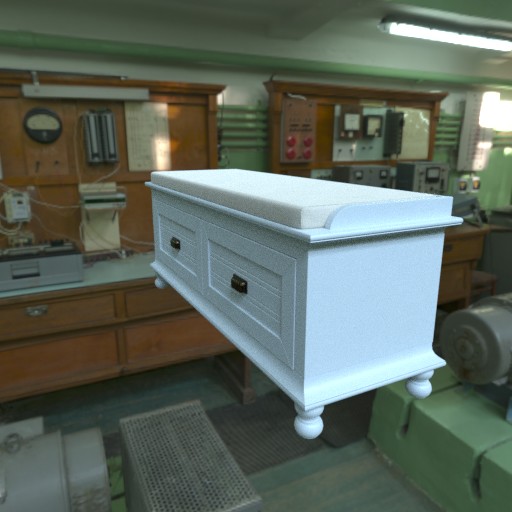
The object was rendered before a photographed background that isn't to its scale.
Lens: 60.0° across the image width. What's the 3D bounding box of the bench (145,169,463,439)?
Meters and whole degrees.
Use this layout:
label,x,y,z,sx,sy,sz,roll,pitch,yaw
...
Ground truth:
label,x,y,z,sx,sy,sz,roll,pitch,yaw
bench,0.000,0.000,1.434,0.402,0.486,1.185,-8,16,-27
